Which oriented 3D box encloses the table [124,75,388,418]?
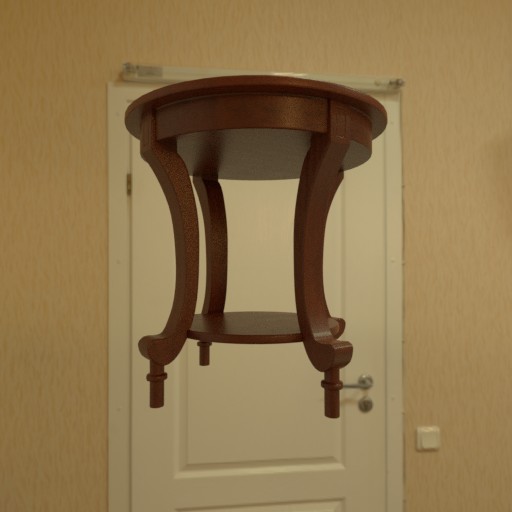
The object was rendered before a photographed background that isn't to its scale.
[{"bbox_3d":[0.000,0.000,1.047,0.597,0.612,0.597,0,0,0],"label":"table"}]
